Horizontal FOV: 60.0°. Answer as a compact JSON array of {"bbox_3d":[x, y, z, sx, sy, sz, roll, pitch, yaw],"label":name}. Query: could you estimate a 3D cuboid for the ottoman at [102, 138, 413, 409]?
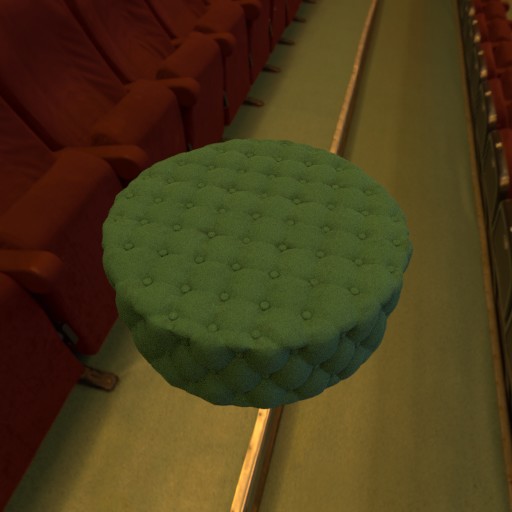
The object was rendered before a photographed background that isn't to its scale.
[{"bbox_3d":[0.000,0.000,1.559,0.998,0.399,0.998,0,46,0],"label":"ottoman"}]
